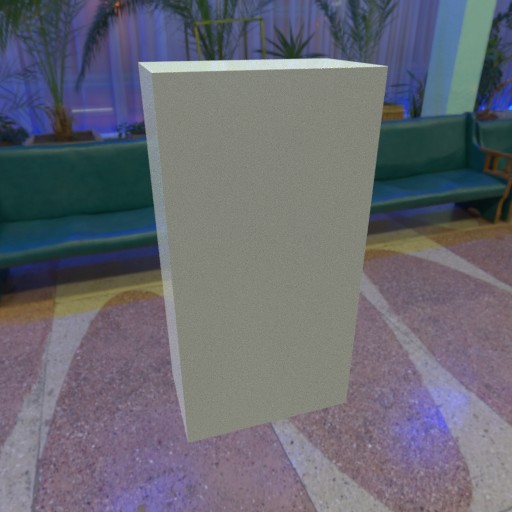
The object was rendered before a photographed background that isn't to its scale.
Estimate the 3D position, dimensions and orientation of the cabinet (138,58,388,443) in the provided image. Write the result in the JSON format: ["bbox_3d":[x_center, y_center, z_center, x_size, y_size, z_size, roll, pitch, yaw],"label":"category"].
[{"bbox_3d":[0.000,0.000,2.411,0.980,1.920,0.580,-8,28,-16],"label":"cabinet"}]
